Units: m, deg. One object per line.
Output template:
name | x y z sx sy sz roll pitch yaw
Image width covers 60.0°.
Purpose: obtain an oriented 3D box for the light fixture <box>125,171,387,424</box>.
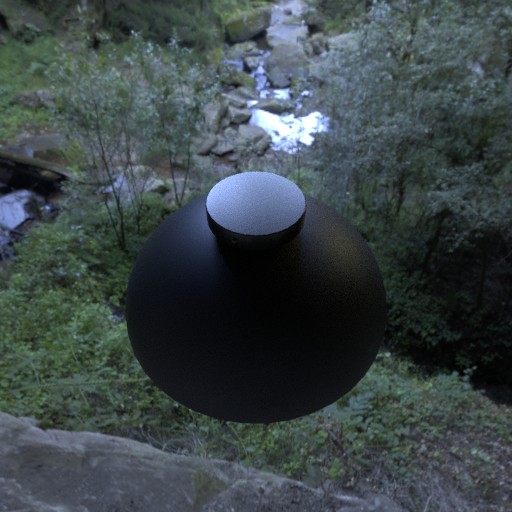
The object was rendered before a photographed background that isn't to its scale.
light fixture | 0.000 0.000 0.558 0.355 0.177 0.355 0 46 0
